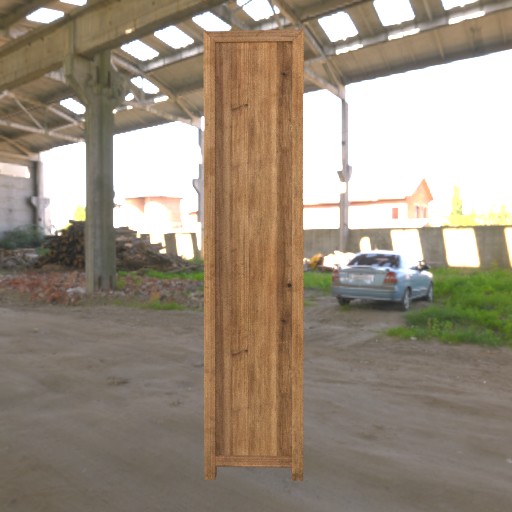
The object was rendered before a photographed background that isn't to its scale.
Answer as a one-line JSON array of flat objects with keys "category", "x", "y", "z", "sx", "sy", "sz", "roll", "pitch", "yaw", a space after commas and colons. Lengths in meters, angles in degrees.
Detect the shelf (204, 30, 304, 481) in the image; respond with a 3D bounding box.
[{"category": "shelf", "x": 0.000, "y": 0.000, "z": 2.120, "sx": 0.428, "sy": 1.900, "sz": 0.500, "roll": 0, "pitch": 1, "yaw": 1}]
